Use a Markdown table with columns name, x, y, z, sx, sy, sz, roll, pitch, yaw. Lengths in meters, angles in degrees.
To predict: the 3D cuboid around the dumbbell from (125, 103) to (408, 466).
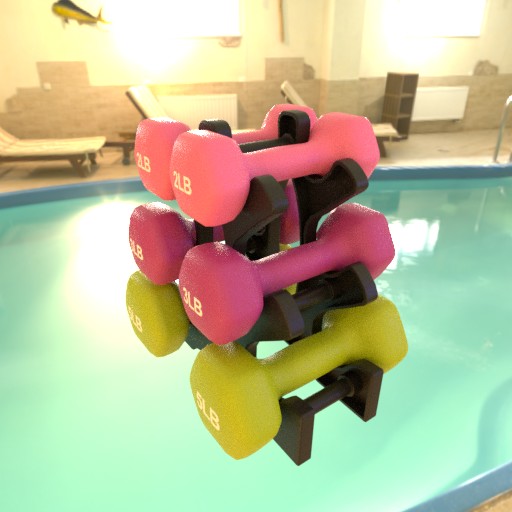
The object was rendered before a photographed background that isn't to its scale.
| name | x | y | z | sx | sy | sz | roll | pitch | yaw |
| --- | --- | --- | --- | --- | --- | --- | --- | --- | --- |
| dumbbell | 0.000 | 0.000 | 0.426 | 0.203 | 0.261 | 0.257 | -18 | 32 | -31 |
